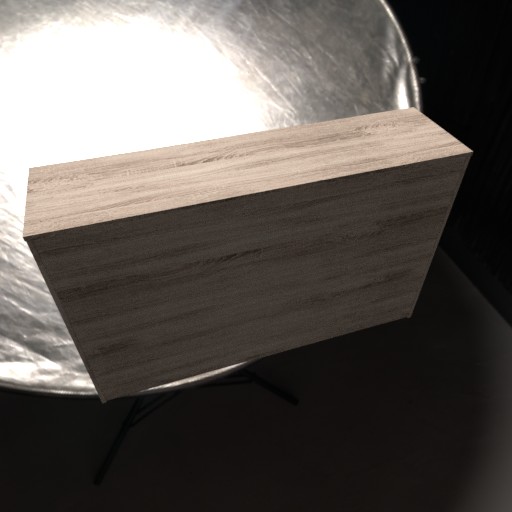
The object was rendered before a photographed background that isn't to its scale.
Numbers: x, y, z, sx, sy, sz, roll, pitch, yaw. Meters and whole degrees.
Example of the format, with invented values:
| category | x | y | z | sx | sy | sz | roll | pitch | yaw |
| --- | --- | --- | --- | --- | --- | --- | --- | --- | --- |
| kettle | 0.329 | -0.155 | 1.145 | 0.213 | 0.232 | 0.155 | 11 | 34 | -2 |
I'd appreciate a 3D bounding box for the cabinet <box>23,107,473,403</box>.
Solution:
| category | x | y | z | sx | sy | sz | roll | pitch | yaw |
| --- | --- | --- | --- | --- | --- | --- | --- | --- | --- |
| cabinet | 0.000 | 0.000 | 1.800 | 1.450 | 0.900 | 0.380 | -13 | 45 | -13 |
